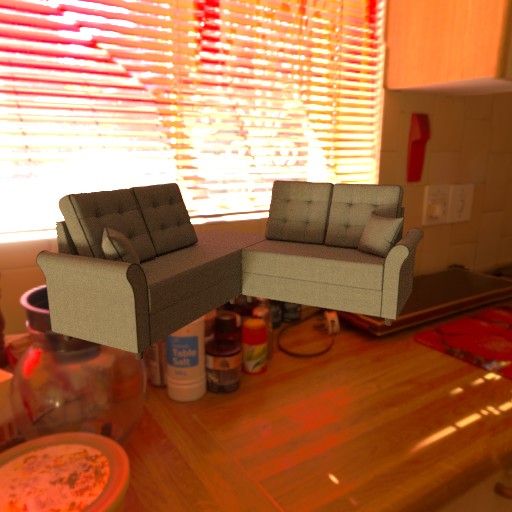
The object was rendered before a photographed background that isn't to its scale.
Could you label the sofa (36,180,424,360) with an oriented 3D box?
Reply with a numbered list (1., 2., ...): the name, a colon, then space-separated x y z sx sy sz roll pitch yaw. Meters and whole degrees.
1. sofa: 0.000 0.000 3.260 2.070 0.988 2.068 7 15 26
